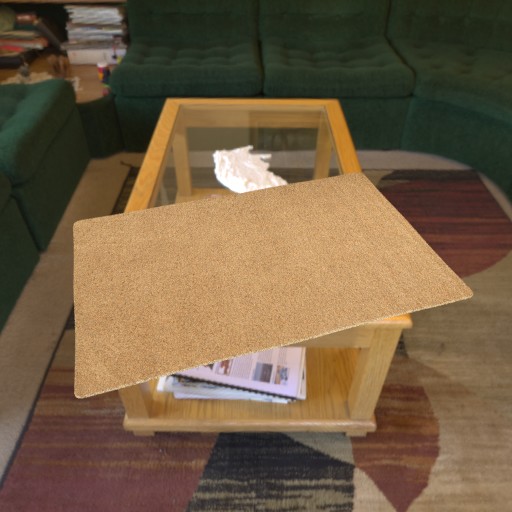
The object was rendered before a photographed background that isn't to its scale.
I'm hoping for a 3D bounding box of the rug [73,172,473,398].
[{"bbox_3d":[0.000,0.000,2.990,2.349,0.025,1.500,-12,43,-13],"label":"rug"}]
